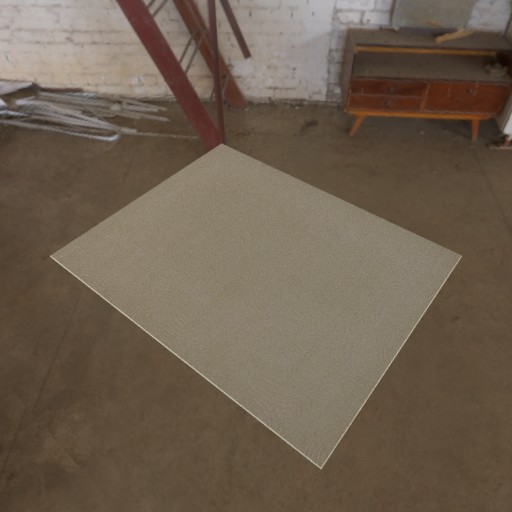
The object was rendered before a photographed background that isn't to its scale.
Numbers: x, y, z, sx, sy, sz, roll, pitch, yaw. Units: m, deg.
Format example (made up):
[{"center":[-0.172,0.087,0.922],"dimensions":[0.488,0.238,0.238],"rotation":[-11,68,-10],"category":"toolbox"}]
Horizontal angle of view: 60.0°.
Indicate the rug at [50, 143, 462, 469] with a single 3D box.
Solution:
[{"center":[0.000,0.000,3.560],"dimensions":[2.584,0.011,2.073],"rotation":[30,54,25],"category":"rug"}]
